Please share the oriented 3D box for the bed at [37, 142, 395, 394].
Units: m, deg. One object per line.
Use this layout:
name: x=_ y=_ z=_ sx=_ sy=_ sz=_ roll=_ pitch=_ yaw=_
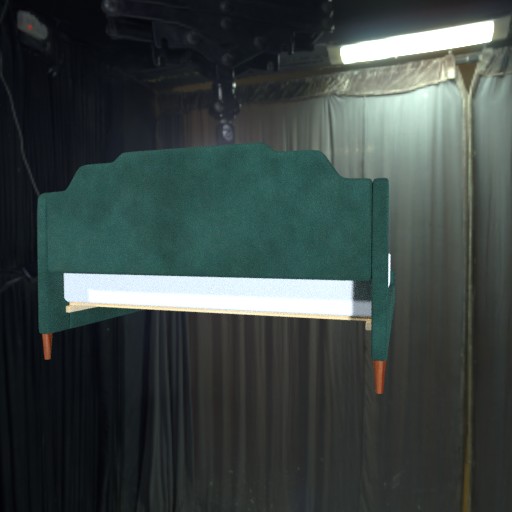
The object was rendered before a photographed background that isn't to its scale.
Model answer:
bed: x=0.000 y=0.000 z=3.513 sx=2.074 sy=1.245 sz=2.340 roll=1 pitch=2 yaw=18
